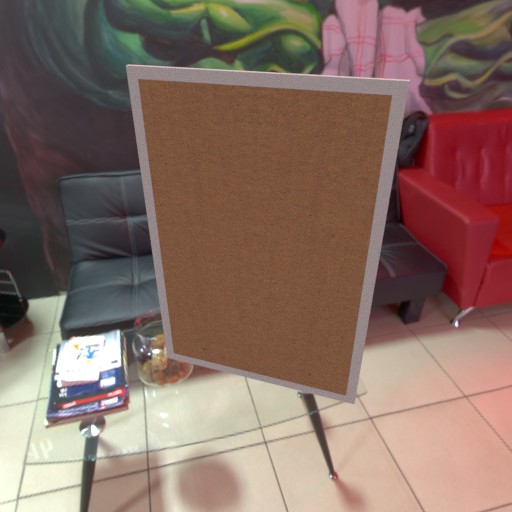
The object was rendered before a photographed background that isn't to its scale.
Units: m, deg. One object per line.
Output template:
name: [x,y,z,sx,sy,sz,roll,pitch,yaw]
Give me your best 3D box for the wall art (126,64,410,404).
wall art: [0.000,0.000,1.244,0.660,0.965,0.015,10,33,15]
